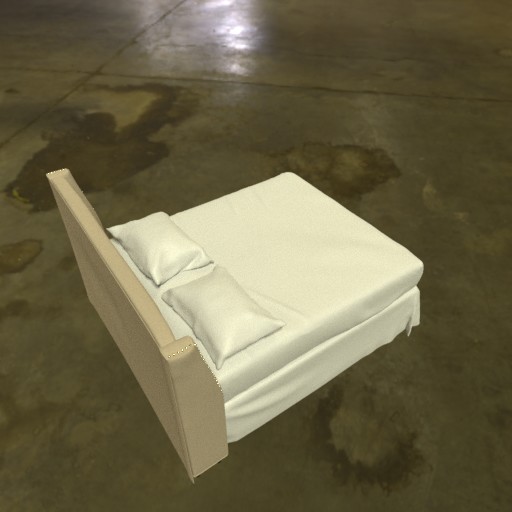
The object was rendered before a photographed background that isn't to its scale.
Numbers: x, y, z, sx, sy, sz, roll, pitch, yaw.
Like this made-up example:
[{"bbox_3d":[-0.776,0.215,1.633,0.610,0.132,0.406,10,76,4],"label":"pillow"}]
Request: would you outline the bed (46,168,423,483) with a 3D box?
[{"bbox_3d":[0.000,0.000,3.400,2.276,1.332,1.925,-25,47,-25],"label":"bed"}]
